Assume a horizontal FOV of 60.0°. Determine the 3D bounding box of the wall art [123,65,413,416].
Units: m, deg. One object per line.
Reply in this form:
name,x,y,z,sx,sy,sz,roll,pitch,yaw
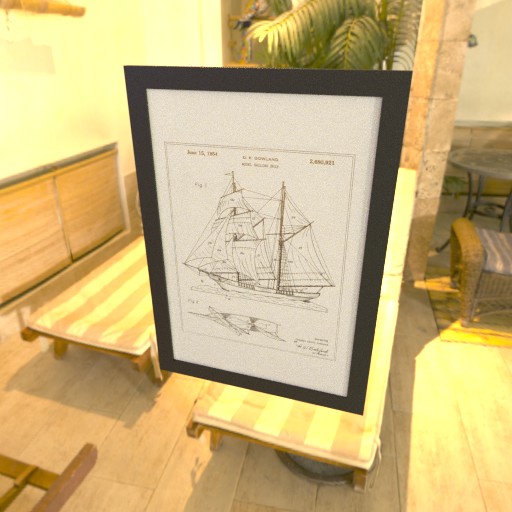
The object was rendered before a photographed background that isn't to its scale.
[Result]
wall art,0.000,0.000,0.681,0.381,0.534,0.013,8,27,16
